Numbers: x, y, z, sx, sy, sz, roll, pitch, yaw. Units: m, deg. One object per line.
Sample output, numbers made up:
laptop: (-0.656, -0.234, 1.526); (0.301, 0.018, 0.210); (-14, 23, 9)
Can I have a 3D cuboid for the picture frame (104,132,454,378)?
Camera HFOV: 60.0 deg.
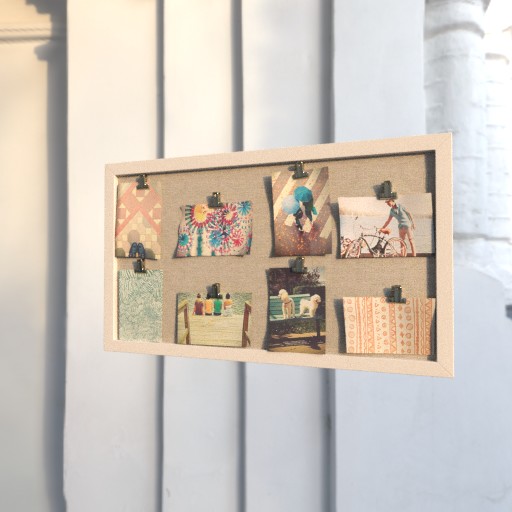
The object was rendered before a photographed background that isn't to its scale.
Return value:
picture frame: (0.000, 0.000, 0.795); (0.647, 0.379, 0.044); (0, -1, 19)
